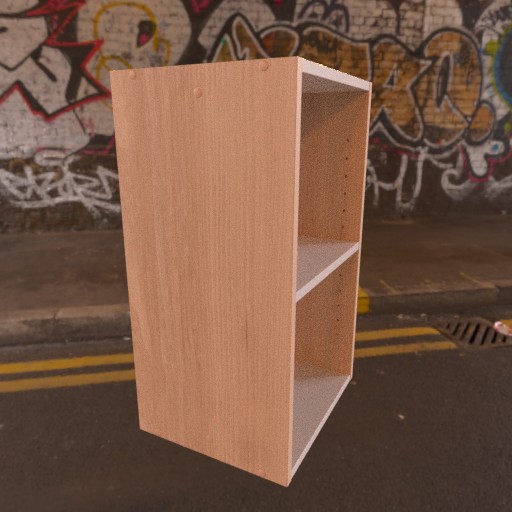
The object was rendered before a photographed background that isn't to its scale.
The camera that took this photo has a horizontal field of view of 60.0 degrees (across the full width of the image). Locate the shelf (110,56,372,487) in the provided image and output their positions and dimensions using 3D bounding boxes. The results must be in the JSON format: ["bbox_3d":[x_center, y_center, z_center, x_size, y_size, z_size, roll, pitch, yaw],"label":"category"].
[{"bbox_3d":[0.000,0.000,0.799,0.290,0.600,0.350,8,18,27],"label":"shelf"}]
